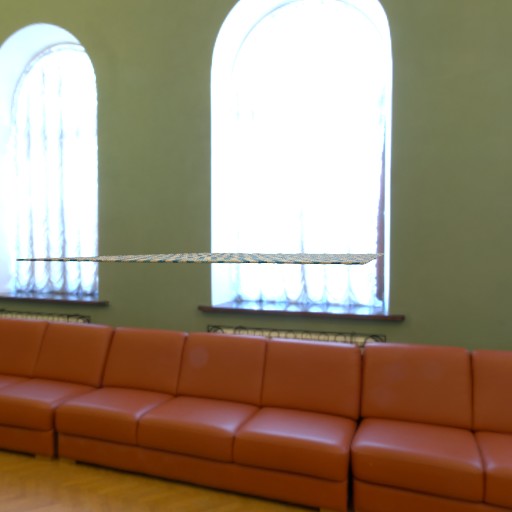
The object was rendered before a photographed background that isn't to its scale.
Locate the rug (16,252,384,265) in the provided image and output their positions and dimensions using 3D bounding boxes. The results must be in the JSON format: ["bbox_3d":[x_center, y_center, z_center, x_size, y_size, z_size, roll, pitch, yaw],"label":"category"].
[{"bbox_3d":[0.000,0.000,2.274,1.225,0.008,1.830,0,1,18],"label":"rug"}]
